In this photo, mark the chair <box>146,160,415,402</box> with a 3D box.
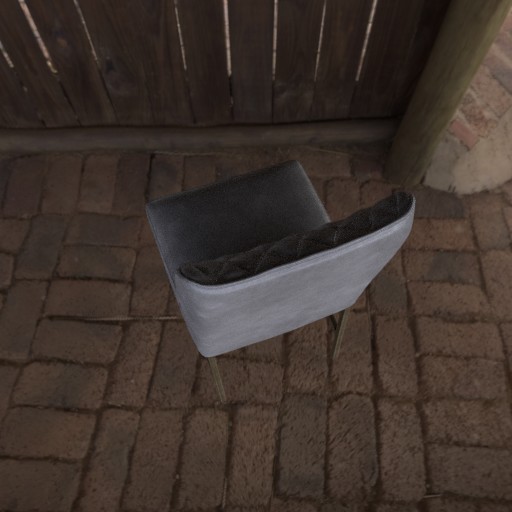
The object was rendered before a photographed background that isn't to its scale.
[{"bbox_3d":[0.000,0.000,1.247,0.508,0.889,0.587,-18,61,-10],"label":"chair"}]
